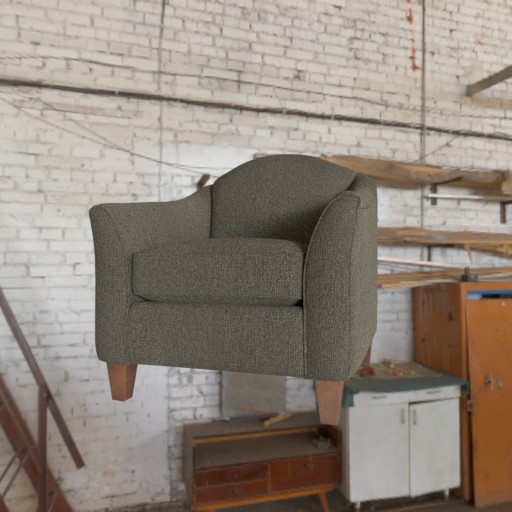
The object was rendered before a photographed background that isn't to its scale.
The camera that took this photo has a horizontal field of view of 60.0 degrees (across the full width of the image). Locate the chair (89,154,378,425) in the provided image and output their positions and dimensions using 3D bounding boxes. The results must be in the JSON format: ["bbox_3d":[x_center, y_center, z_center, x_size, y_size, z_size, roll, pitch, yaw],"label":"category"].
[{"bbox_3d":[0.000,0.000,1.495,0.763,0.839,0.787,0,-1,18],"label":"chair"}]
